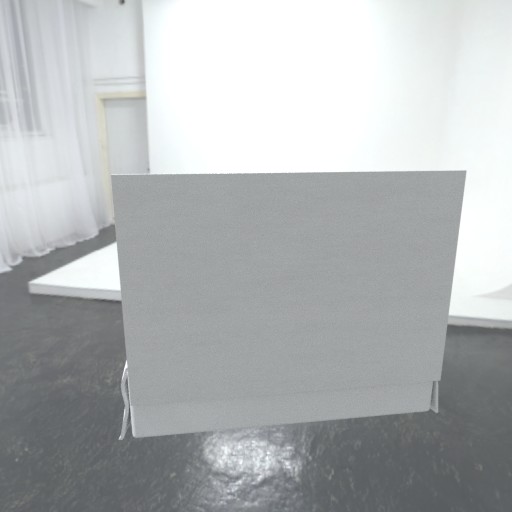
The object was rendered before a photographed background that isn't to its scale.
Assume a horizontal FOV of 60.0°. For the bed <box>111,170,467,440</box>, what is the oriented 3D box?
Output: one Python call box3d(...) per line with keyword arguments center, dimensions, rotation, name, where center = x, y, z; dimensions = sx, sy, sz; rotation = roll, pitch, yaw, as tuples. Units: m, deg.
box3d(center=(0.000, 0.000, 3.124), dimensions=(1.745, 1.335, 2.094), rotation=(-2, 16, -8), name="bed")
